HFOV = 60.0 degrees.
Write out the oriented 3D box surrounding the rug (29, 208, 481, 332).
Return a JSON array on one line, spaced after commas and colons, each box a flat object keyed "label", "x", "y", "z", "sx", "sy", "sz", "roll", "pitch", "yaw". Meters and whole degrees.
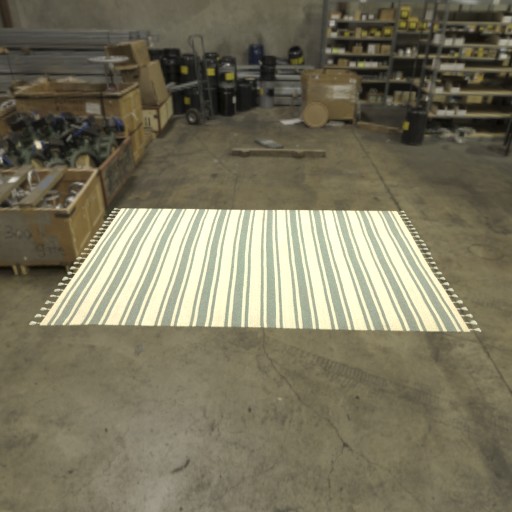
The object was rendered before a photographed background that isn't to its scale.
[{"label": "rug", "x": 0.000, "y": 0.000, "z": 3.010, "sx": 2.410, "sy": 0.011, "sz": 1.539, "roll": 1, "pitch": 30, "yaw": 1}]
